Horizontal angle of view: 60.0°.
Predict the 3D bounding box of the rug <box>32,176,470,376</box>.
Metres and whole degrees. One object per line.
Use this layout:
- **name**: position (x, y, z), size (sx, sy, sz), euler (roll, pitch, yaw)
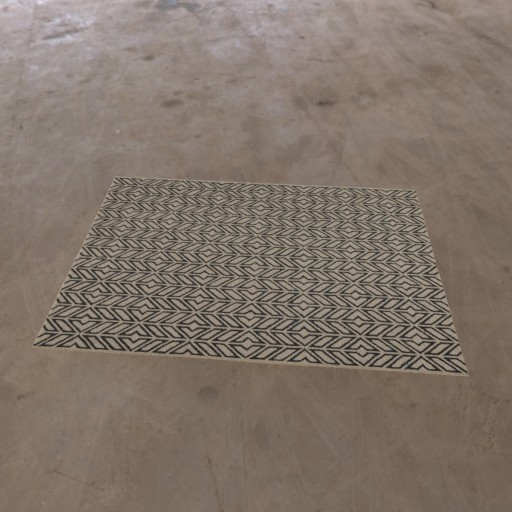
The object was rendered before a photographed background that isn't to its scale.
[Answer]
- **rug**: position (0.000, 0.000, 2.265), size (1.828, 0.007, 1.220), euler (3, 46, 3)
